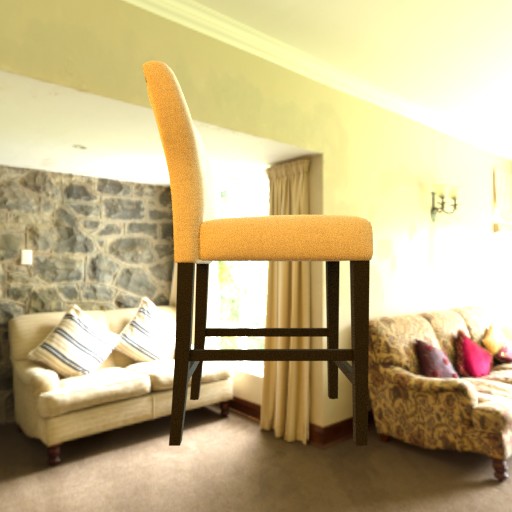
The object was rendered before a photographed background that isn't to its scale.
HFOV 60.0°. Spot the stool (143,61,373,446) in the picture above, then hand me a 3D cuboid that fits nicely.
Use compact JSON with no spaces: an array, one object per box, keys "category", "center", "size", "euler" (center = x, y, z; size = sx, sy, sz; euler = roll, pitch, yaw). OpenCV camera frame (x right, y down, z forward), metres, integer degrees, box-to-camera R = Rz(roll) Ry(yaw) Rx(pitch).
[{"category":"stool","center":[0.000,0.000,1.334],"size":[0.603,0.972,0.514],"euler":[0,-1,0]}]
